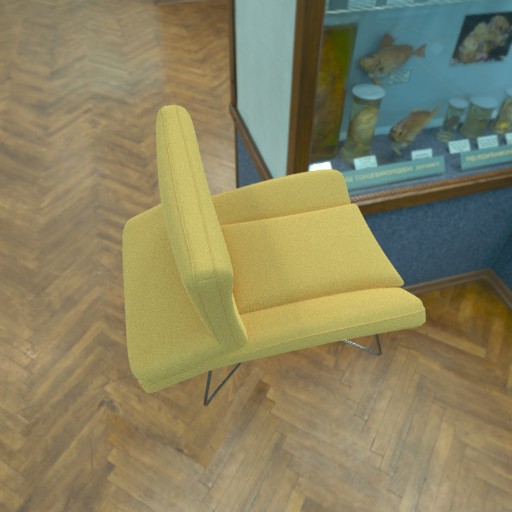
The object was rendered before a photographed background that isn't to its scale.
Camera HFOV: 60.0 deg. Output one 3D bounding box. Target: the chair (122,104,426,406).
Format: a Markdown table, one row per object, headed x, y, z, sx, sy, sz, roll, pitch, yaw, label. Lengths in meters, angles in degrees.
| x | y | z | sx | sy | sz | roll | pitch | yaw | label |
| --- | --- | --- | --- | --- | --- | --- | --- | --- | --- |
| 0.000 | 0.000 | 1.667 | 1.008 | 0.855 | 0.859 | -10 | 48 | -9 | chair |
